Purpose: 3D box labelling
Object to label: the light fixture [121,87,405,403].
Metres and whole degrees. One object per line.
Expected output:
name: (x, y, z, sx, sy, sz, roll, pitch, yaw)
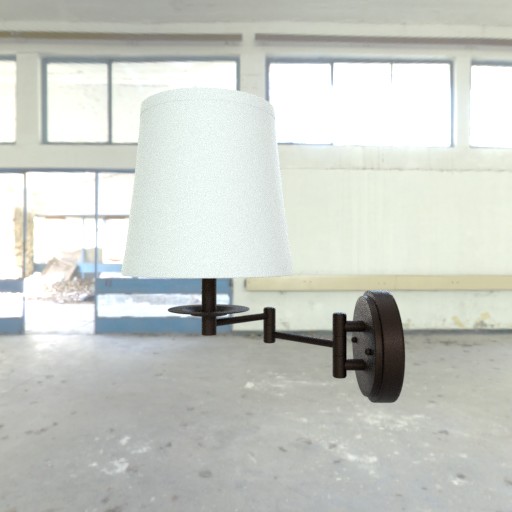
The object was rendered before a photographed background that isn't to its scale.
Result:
light fixture: (0.000, 0.000, 0.264, 0.157, 0.172, 0.100, 0, 0, 0)
